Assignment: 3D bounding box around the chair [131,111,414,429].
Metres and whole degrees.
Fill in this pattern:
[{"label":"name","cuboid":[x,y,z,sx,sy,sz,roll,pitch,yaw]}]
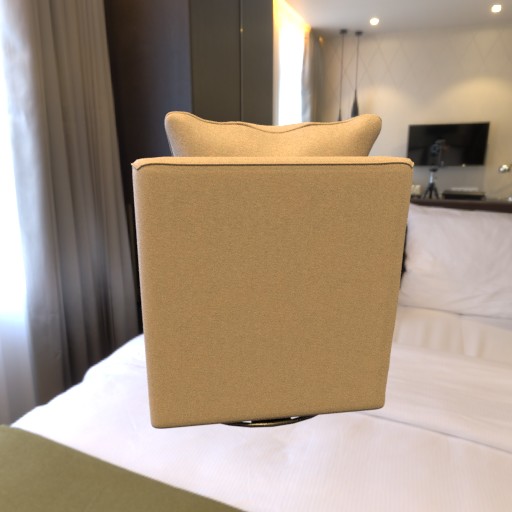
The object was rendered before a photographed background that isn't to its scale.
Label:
[{"label":"chair","cuboid":[0.000,0.000,1.617,0.760,0.942,0.876,-2,14,-8]}]
